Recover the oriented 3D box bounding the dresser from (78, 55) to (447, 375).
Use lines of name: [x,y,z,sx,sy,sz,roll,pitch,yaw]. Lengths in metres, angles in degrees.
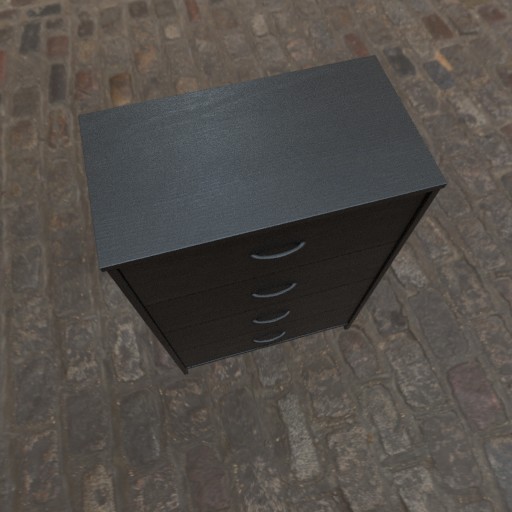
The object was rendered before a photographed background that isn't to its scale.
dresser: [0.000,0.000,1.389,0.700,1.020,0.398,-14,65,-7]
